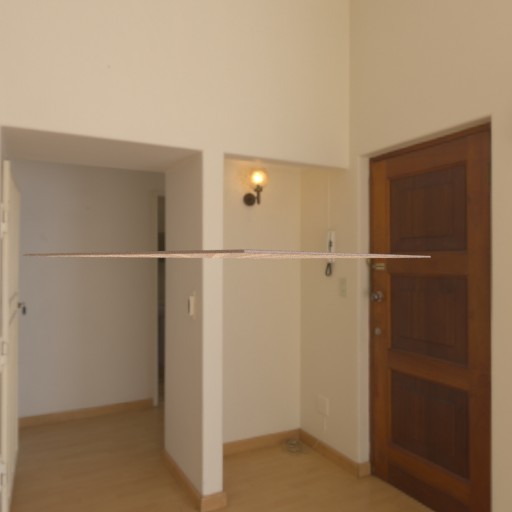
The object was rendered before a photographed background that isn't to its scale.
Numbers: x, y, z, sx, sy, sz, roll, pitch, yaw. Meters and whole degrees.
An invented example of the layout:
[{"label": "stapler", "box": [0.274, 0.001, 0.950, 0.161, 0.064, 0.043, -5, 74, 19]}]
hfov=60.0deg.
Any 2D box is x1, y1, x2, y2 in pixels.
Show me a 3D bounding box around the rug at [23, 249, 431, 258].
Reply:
[{"label": "rug", "box": [0.000, 0.000, 2.917, 1.600, 0.013, 2.260, -1, -1, 37]}]
